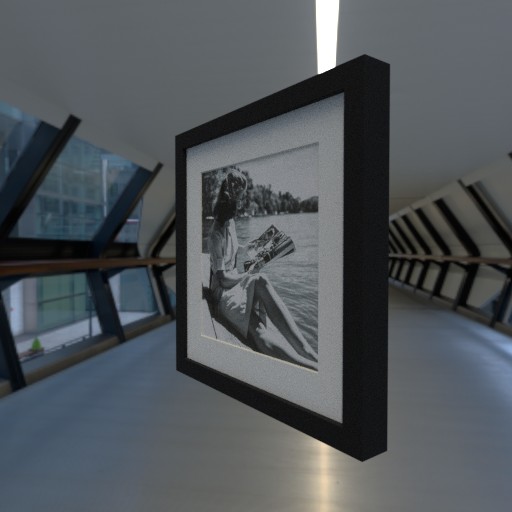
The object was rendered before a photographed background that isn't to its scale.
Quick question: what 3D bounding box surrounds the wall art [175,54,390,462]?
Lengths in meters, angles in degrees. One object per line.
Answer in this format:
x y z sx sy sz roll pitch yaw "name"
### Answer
0.000 0.000 0.463 0.030 0.305 0.308 -1 2 -37 "wall art"
